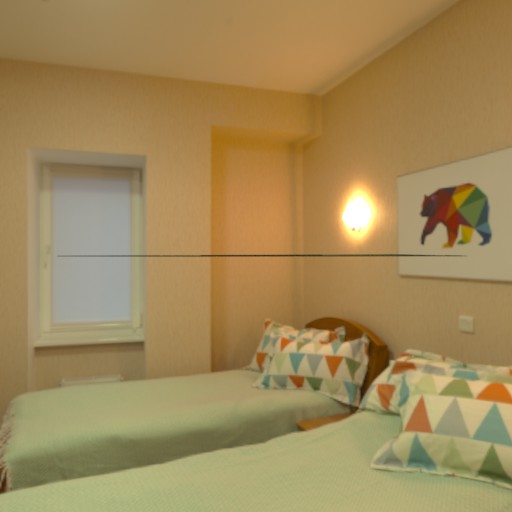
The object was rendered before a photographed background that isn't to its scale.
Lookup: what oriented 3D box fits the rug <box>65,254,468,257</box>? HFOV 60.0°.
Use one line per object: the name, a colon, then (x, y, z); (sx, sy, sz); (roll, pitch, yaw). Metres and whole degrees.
rug: (0.000, 0.000, 3.075); (2.420, 0.005, 1.528); (0, 0, 36)
